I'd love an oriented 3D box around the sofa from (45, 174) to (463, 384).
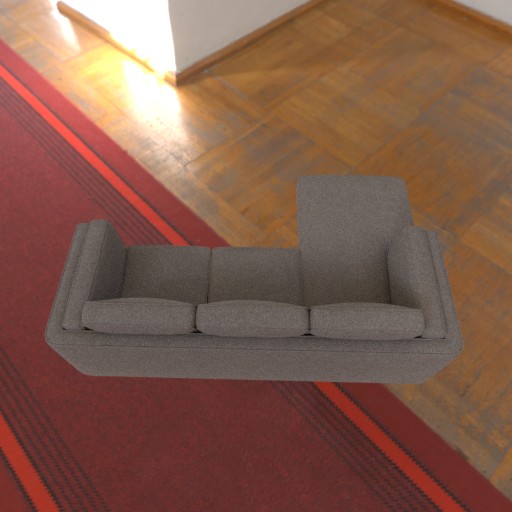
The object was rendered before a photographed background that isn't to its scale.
[{"bbox_3d":[0.000,0.000,3.145,2.411,0.929,1.604,1,58,1],"label":"sofa"}]
